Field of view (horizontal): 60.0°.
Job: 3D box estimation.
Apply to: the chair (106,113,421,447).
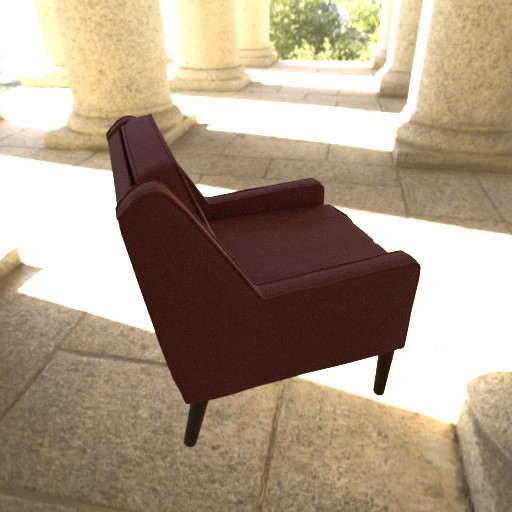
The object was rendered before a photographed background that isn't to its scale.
[{"bbox_3d":[0.000,0.000,1.378,0.770,0.812,0.680,-9,32,-15],"label":"chair"}]
